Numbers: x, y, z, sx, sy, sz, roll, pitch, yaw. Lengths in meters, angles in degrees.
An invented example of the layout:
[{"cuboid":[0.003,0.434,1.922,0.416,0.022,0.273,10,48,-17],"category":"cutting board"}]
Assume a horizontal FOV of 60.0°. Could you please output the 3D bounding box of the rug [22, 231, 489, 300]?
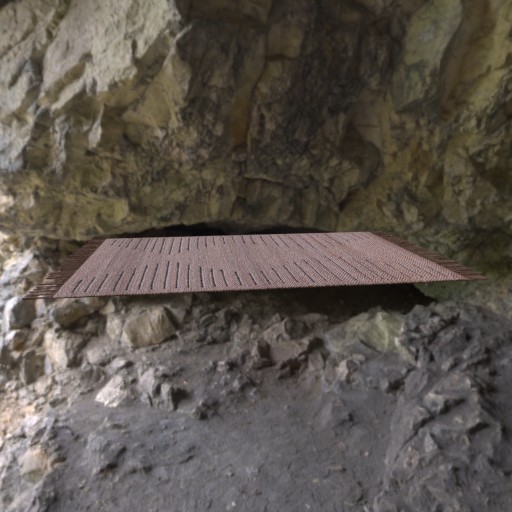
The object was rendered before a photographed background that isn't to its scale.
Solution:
[{"cuboid":[0.000,0.000,2.500,2.085,0.027,1.224,-2,14,-8],"category":"rug"}]
